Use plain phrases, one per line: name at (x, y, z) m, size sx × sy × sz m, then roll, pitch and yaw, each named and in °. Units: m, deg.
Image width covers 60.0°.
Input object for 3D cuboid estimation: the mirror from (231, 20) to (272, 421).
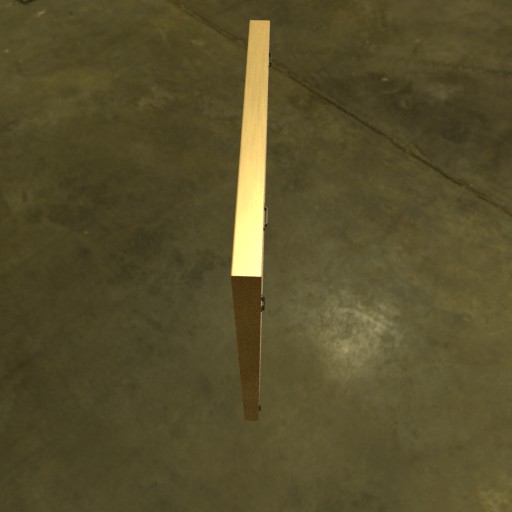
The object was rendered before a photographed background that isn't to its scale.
mirror at (0.000, 0.000, 0.924) m, size 0.039 × 0.710 × 0.507 m, roll 2°, pitch 57°, yaw 1°
